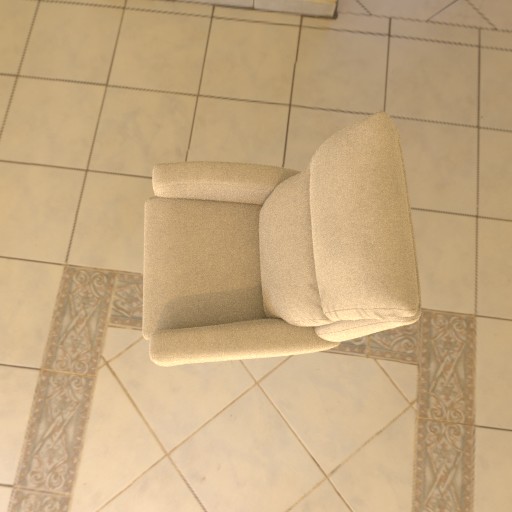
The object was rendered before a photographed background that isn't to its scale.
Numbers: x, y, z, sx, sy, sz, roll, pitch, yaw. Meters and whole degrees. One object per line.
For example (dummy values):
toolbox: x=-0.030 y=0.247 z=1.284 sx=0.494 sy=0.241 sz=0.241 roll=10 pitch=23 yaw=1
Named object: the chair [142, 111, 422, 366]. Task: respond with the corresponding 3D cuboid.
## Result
chair: x=0.000 y=0.000 z=1.703 sx=0.940 sy=1.021 sz=0.794 roll=-2 pitch=76 yaw=-1
